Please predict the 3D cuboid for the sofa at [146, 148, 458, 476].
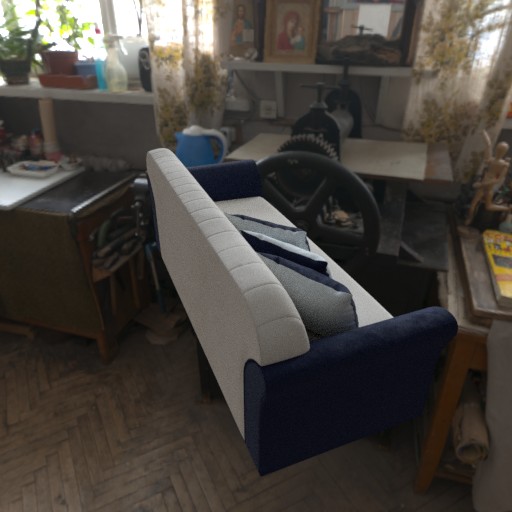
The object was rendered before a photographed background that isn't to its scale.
[{"bbox_3d":[0.000,0.000,2.335,0.749,0.789,2.006,-12,32,-19],"label":"sofa"}]
